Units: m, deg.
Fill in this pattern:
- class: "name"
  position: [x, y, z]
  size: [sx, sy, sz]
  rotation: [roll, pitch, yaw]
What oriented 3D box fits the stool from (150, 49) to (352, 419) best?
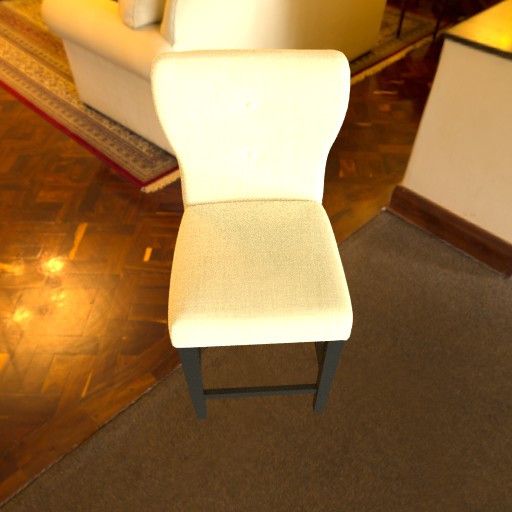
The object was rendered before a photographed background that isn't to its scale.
- class: "stool"
  position: [0.000, 0.000, 1.310]
  size: [0.514, 0.972, 0.603]
  rotation: [-2, 47, -2]
